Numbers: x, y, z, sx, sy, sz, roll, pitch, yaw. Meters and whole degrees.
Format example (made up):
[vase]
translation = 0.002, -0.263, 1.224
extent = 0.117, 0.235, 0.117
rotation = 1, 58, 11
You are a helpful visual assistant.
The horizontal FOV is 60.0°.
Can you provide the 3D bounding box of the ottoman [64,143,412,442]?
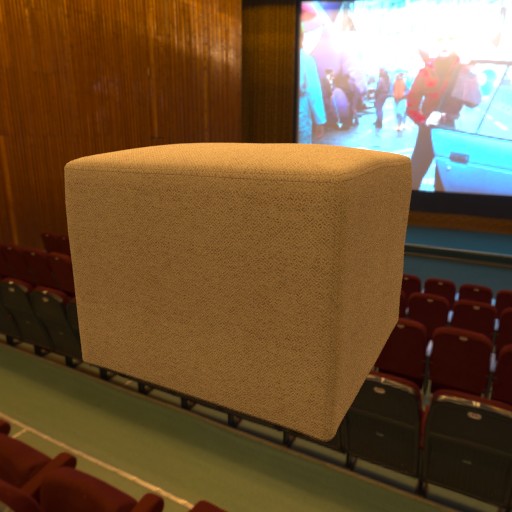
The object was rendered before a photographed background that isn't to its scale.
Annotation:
[ottoman]
translation = 0.000, 0.000, 0.918
extent = 0.521, 0.453, 0.512
rotation = 8, 17, 27
